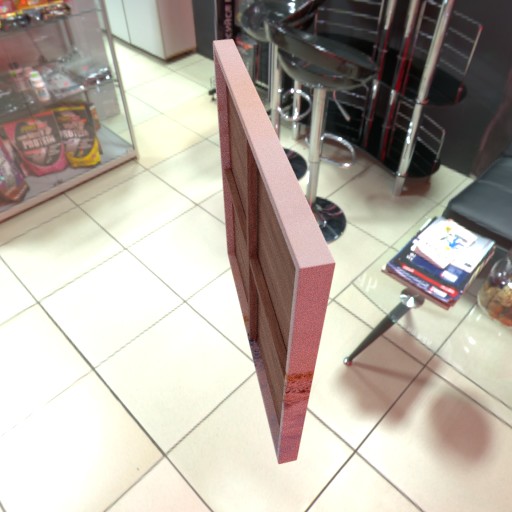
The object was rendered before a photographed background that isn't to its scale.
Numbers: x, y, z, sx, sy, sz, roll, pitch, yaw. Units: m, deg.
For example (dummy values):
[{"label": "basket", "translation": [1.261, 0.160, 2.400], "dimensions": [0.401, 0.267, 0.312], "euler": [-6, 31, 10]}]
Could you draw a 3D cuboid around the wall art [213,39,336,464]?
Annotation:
[{"label": "wall art", "translation": [0.000, 0.000, 1.553], "dimensions": [0.071, 1.061, 1.061], "euler": [-9, 48, -8]}]
